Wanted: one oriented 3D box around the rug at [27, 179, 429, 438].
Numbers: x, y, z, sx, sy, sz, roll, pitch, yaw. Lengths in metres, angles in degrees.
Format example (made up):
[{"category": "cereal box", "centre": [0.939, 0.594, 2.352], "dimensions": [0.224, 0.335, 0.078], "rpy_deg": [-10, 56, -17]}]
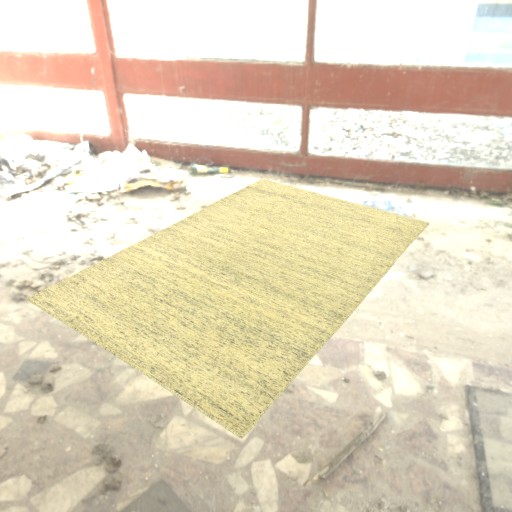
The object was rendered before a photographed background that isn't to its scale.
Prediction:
[{"category": "rug", "centre": [0.000, 0.000, 2.861], "dimensions": [1.523, 0.017, 2.263], "rpy_deg": [21, 37, 30]}]
